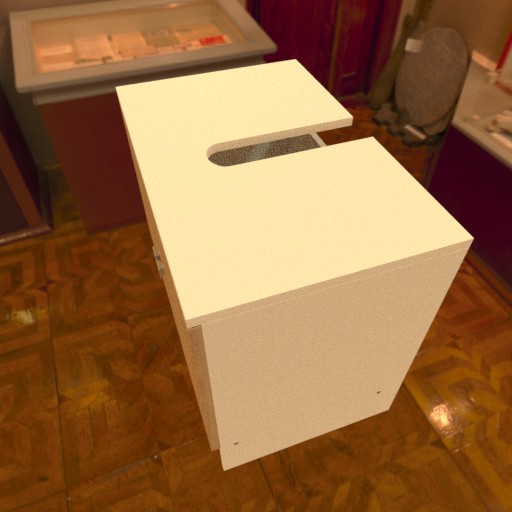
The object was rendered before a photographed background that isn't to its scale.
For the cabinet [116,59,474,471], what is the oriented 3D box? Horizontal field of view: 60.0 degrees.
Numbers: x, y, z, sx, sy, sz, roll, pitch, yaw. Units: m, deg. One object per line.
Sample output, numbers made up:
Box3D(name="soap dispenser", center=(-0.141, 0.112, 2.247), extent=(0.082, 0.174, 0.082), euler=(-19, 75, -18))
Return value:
Box3D(name="cabinet", center=(0.000, 0.000, 0.925), extent=(0.400, 0.522, 0.600), euler=(-15, 48, -13))
